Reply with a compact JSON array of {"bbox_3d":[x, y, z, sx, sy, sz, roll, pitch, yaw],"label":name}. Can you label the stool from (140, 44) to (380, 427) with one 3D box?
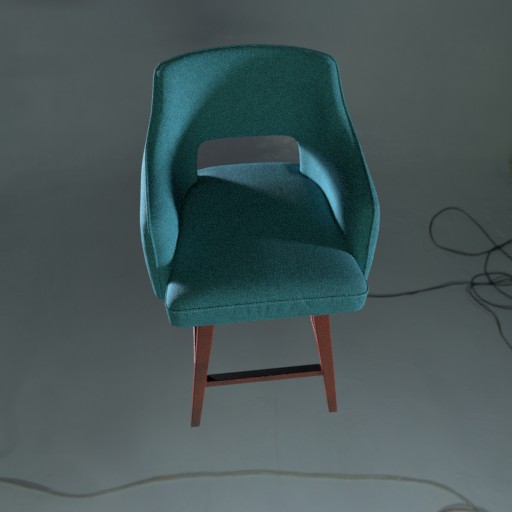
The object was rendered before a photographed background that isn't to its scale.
[{"bbox_3d":[0.000,0.000,1.259,0.548,0.961,0.556,-5,47,-4],"label":"stool"}]
